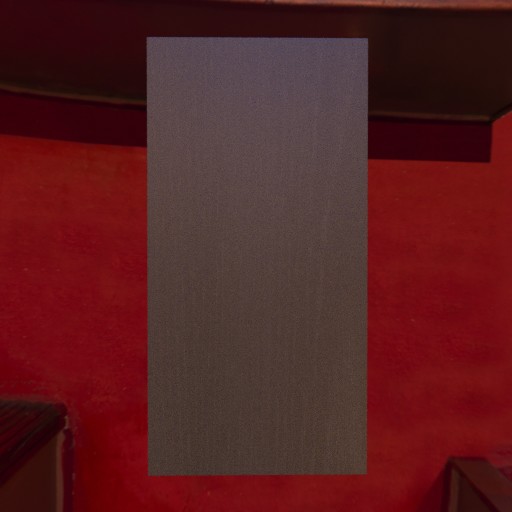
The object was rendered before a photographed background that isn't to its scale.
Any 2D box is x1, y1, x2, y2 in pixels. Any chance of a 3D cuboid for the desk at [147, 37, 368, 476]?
[{"bbox_3d":[0.000,0.000,1.334,0.499,0.660,0.991,0,91,-1],"label":"desk"}]
